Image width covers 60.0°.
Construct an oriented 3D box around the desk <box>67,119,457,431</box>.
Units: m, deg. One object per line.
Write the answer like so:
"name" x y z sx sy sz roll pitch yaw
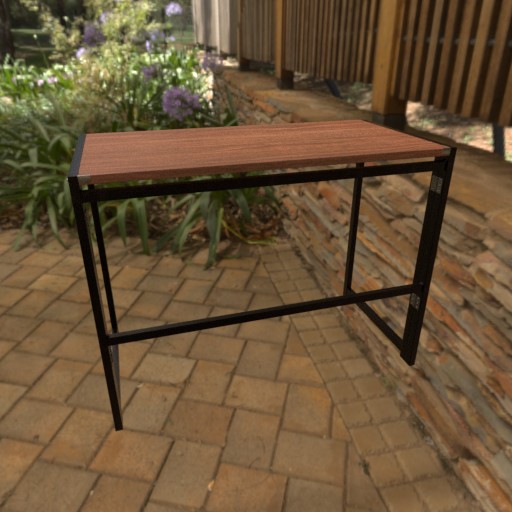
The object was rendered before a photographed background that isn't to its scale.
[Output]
"desk" 0.000 0.000 1.479 1.016 0.762 0.508 -8 27 -15
